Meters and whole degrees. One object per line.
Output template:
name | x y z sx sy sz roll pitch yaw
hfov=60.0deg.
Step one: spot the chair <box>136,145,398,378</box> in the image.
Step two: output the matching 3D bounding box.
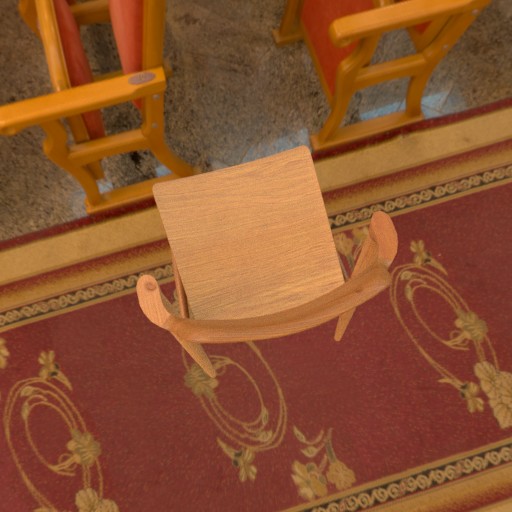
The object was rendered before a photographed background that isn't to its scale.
chair | 0.000 0.000 1.139 0.512 0.792 0.499 -15 75 -4
